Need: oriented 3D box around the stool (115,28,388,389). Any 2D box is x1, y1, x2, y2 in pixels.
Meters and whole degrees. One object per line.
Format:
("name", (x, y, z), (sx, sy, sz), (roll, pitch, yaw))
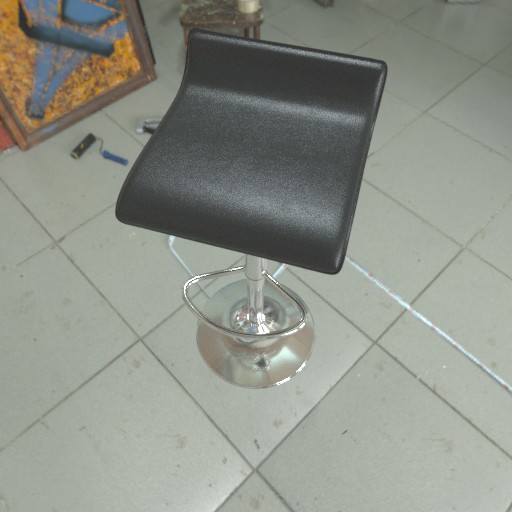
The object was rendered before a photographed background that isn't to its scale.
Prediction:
("stool", (0.000, 0.000, 1.058), (0.381, 0.851, 0.381), (14, 58, 9))
